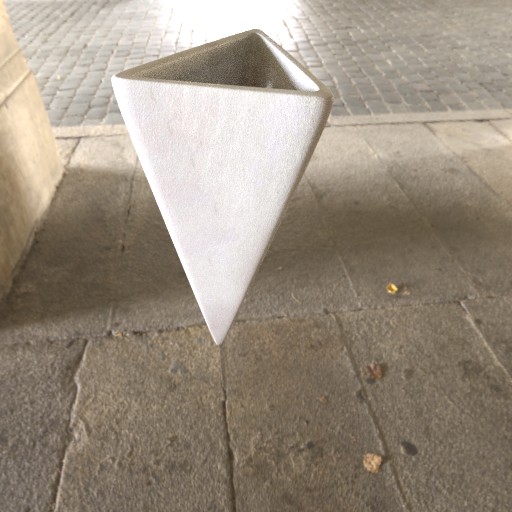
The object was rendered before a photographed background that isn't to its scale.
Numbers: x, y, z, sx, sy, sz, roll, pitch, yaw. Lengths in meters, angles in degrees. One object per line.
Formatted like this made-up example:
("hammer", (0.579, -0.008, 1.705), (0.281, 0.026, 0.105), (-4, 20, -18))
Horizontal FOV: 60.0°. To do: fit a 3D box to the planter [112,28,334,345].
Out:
("planter", (0.000, 0.000, 0.269), (0.081, 0.224, 0.101), (26, 46, 28))
